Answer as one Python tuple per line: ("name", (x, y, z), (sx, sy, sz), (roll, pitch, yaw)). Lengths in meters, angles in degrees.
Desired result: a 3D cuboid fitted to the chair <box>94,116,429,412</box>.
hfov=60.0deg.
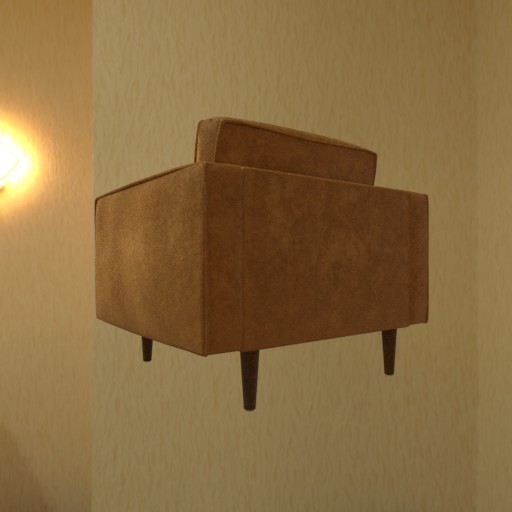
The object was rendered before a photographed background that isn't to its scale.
("chair", (0.000, 0.000, 1.544), (0.928, 0.767, 0.798), (0, 0, -36))
